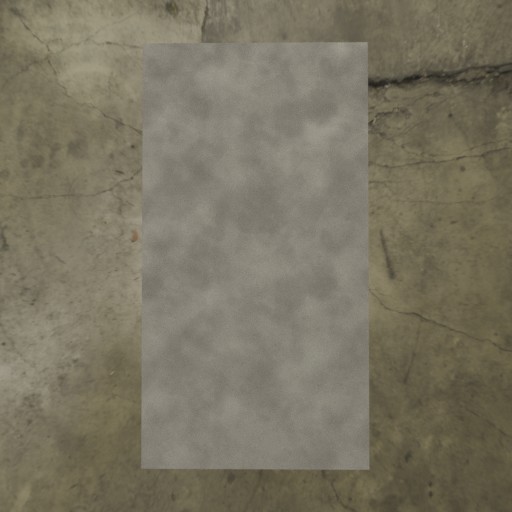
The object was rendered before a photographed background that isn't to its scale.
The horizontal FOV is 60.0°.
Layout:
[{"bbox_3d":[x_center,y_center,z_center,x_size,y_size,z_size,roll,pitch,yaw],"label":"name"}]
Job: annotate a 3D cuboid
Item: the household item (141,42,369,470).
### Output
[{"bbox_3d":[0.000,0.000,2.039,0.850,0.755,1.600,0,89,1],"label":"household item"}]
